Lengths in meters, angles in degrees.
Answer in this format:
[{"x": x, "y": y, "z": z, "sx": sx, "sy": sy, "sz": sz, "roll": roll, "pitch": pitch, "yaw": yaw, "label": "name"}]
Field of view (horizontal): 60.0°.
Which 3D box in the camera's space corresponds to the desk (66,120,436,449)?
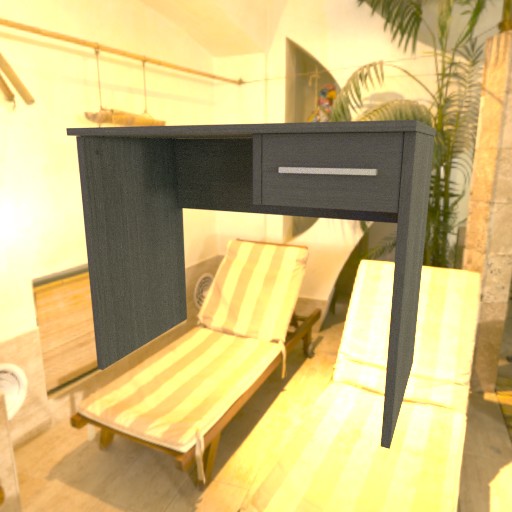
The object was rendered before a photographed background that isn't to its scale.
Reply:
[{"x": 0.000, "y": 0.000, "z": 1.310, "sx": 0.893, "sy": 0.724, "sz": 0.498, "roll": 6, "pitch": 15, "yaw": 25, "label": "desk"}]
